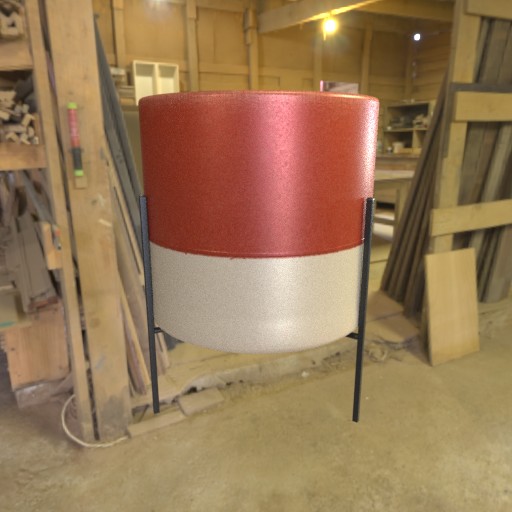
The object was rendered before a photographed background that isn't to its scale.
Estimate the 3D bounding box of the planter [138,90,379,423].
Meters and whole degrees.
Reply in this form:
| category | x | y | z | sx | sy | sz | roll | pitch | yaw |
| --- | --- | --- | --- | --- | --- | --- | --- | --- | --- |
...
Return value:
| category | x | y | z | sx | sy | sz | roll | pitch | yaw |
| --- | --- | --- | --- | --- | --- | --- | --- | --- | --- |
| planter | 0.000 | 0.000 | 0.705 | 0.354 | 0.465 | 0.345 | -7 | 17 | -25 |
